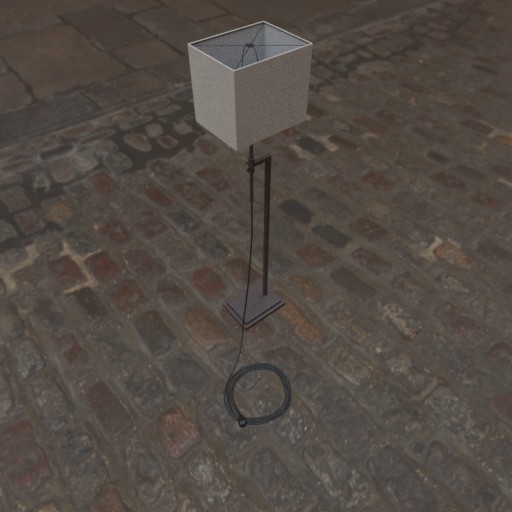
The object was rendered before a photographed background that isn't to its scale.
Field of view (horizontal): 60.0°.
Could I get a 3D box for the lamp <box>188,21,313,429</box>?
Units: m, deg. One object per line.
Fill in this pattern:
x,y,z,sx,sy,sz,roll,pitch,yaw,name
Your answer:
0.000,0.000,1.976,0.698,1.600,0.774,-30,54,-25,lamp
